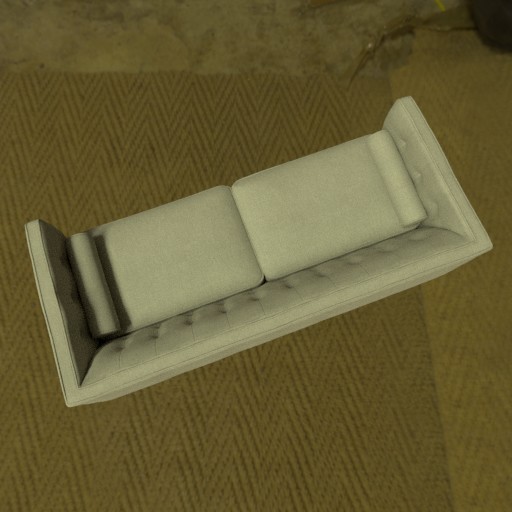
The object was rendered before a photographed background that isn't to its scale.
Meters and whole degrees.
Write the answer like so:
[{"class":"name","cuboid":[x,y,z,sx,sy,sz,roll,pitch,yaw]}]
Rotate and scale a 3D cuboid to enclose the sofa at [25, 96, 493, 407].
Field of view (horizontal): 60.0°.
[{"class":"sofa","cuboid":[0.000,0.000,2.462,2.079,0.798,0.912,-20,76,-5]}]
